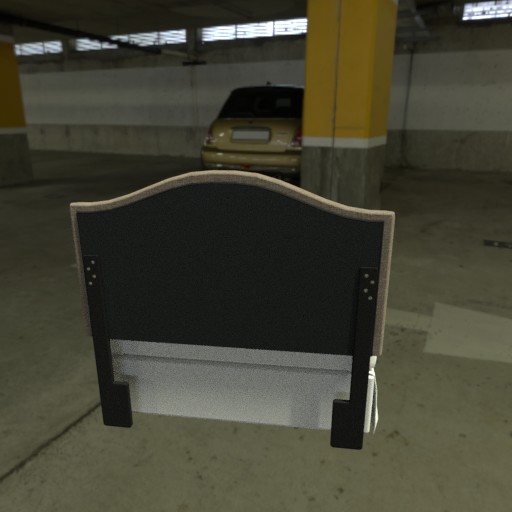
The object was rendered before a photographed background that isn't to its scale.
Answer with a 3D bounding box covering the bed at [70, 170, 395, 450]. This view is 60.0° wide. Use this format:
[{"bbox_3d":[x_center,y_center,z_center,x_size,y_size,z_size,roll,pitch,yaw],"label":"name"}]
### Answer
[{"bbox_3d":[0.000,0.000,3.339,1.713,1.518,2.153,2,18,7],"label":"bed"}]
